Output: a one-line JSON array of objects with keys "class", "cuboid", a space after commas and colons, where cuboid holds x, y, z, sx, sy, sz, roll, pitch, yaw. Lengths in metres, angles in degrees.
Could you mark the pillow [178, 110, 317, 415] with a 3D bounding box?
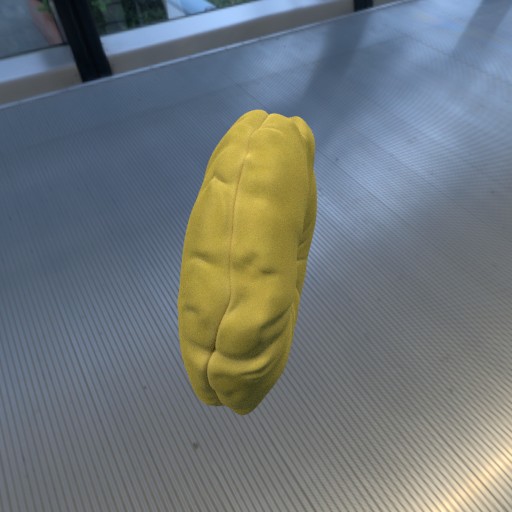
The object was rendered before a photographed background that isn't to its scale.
[{"class": "pillow", "cuboid": [0.000, 0.000, 0.654, 0.148, 0.407, 0.428, 10, 48, 9]}]
